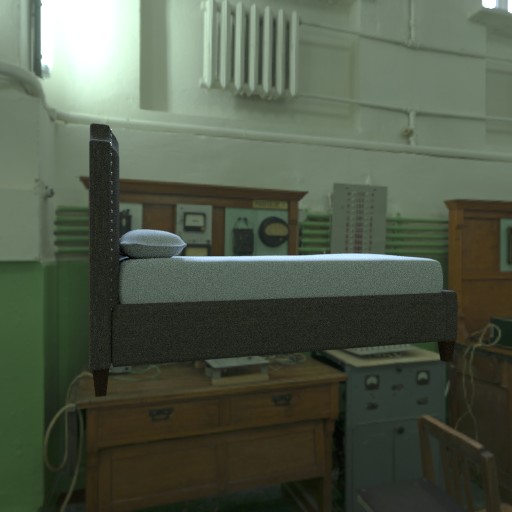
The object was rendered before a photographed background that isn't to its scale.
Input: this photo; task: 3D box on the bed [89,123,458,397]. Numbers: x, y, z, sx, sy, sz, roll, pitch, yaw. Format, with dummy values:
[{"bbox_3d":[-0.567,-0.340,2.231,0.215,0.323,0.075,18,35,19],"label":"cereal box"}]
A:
[{"bbox_3d":[0.000,0.000,3.454,2.381,1.457,1.713,0,0,-19],"label":"bed"}]
